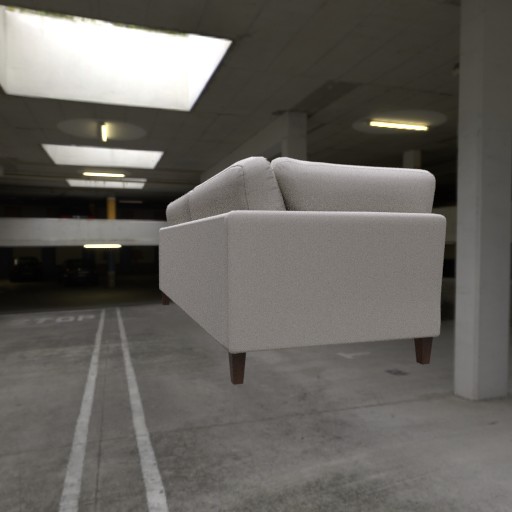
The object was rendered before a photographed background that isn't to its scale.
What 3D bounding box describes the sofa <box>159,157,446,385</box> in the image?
[{"bbox_3d":[0.000,0.000,2.777,0.957,0.863,2.301,-1,2,-19],"label":"sofa"}]
